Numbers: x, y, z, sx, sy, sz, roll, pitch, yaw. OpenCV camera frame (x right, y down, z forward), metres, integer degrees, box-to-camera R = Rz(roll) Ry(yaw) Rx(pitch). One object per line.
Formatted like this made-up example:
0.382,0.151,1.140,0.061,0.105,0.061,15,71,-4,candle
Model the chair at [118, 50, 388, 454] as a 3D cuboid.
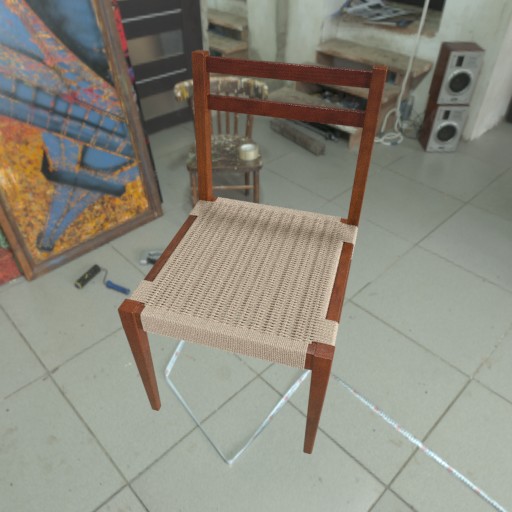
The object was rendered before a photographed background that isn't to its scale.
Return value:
0.000,0.000,1.175,0.495,0.851,0.569,11,41,13,chair
